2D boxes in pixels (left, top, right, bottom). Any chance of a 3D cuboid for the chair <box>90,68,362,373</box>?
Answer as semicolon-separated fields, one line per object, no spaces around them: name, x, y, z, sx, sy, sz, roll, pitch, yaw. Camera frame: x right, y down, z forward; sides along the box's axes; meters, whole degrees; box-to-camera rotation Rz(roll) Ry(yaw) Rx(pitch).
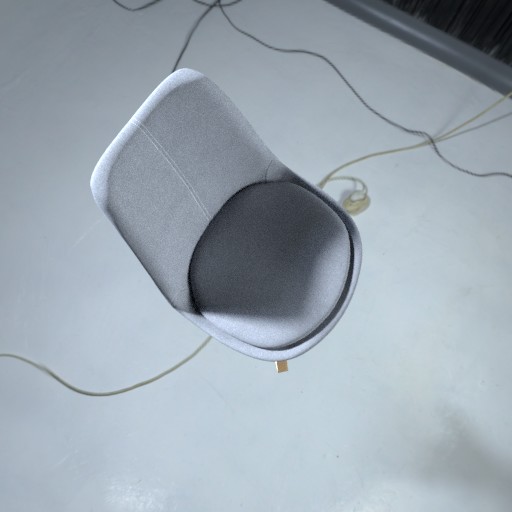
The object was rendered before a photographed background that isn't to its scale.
chair;0.000;0.000;1.172;0.549;0.863;0.474;32;78;8
